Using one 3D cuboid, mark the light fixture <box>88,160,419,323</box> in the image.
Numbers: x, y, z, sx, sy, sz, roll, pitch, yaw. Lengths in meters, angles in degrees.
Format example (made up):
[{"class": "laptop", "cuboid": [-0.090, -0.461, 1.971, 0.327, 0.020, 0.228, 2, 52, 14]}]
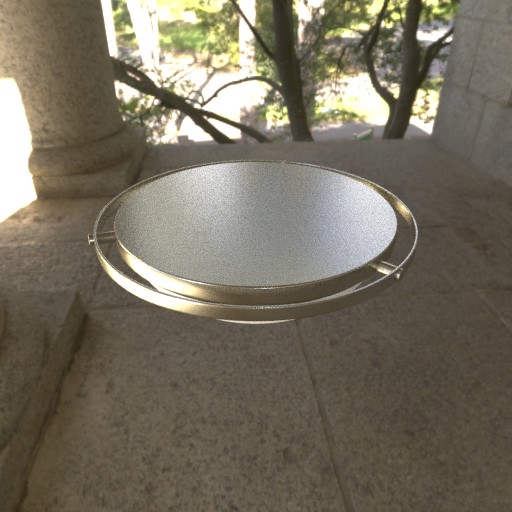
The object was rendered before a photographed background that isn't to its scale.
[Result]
[{"class": "light fixture", "cuboid": [0.000, 0.000, 0.546, 0.361, 0.130, 0.361, 0, 31, 0]}]
